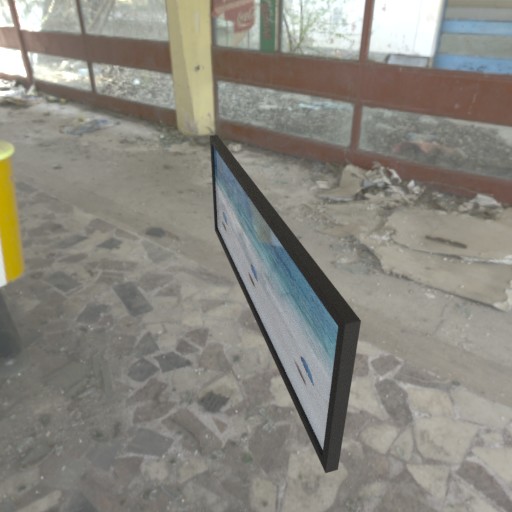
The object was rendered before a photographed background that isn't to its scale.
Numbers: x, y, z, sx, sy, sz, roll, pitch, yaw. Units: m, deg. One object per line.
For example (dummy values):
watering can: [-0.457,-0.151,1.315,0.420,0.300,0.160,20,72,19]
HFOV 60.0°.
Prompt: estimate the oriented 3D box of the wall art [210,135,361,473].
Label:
wall art: [0.000,0.000,1.792,0.041,0.554,1.572,-9,32,-14]
